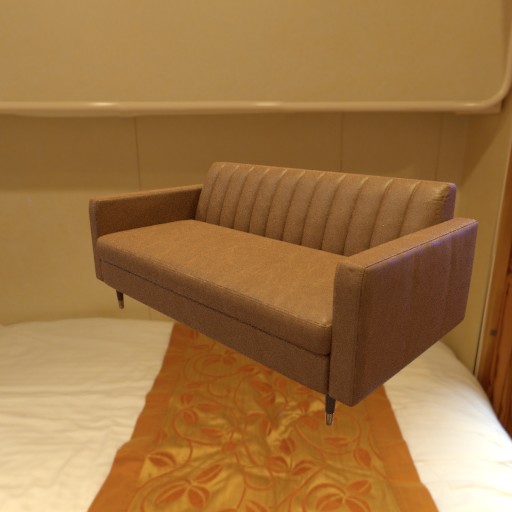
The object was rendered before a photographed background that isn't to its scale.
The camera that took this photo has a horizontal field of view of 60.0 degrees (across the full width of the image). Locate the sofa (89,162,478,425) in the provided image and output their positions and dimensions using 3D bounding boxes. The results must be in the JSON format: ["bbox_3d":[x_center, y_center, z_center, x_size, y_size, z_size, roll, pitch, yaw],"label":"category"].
[{"bbox_3d":[0.000,0.000,2.307,1.847,0.821,0.993,16,23,42],"label":"sofa"}]
